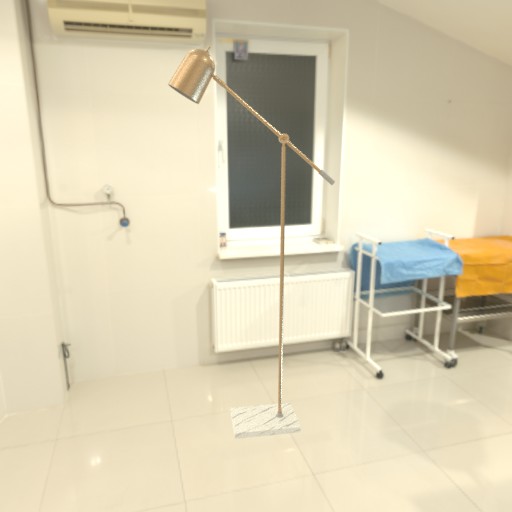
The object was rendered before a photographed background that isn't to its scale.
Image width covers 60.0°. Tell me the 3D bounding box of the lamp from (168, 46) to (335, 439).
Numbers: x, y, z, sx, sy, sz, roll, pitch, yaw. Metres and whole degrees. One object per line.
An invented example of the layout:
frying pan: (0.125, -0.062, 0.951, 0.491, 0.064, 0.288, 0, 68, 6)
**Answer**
lamp: (0.000, 0.000, 1.843, 0.653, 1.594, 0.194, -2, 15, -9)
